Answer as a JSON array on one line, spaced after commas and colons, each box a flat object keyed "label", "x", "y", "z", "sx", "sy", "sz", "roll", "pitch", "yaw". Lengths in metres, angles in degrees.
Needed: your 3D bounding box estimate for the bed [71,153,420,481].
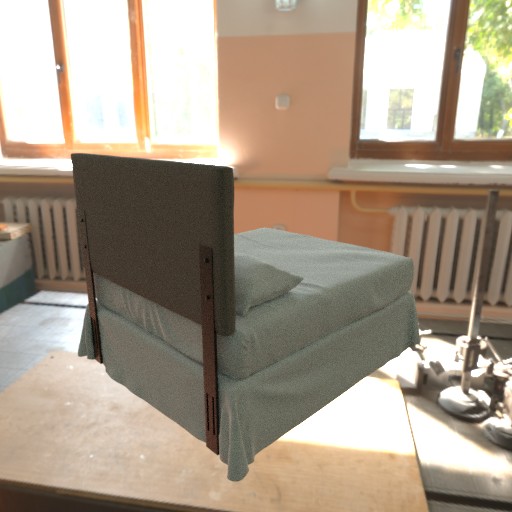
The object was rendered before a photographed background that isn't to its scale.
[{"label": "bed", "x": 0.000, "y": 0.000, "z": 3.432, "sx": 2.222, "sy": 1.577, "sz": 1.936, "roll": -15, "pitch": 22, "yaw": -43}]
